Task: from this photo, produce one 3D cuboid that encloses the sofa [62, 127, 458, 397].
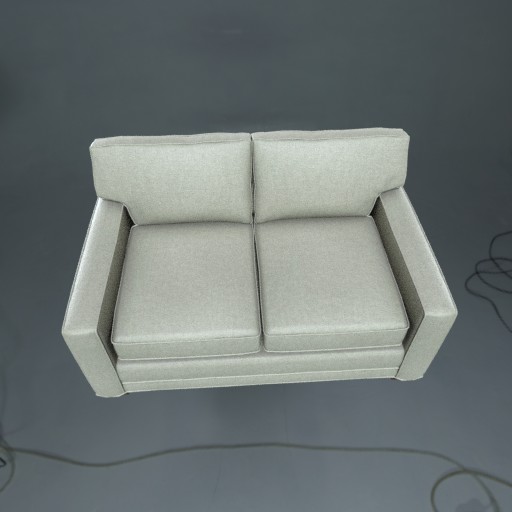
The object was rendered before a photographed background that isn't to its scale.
[{"bbox_3d":[0.000,0.000,2.031,1.484,0.853,0.940,-3,47,-2],"label":"sofa"}]
